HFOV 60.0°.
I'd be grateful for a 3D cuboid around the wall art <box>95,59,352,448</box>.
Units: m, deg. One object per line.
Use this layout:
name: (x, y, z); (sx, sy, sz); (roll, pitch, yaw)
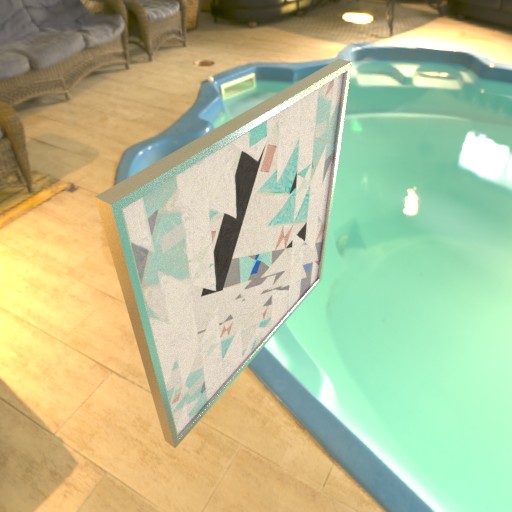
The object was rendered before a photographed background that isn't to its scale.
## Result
wall art: (0.000, 0.000, 1.196); (0.038, 0.806, 0.806); (26, 48, 26)
